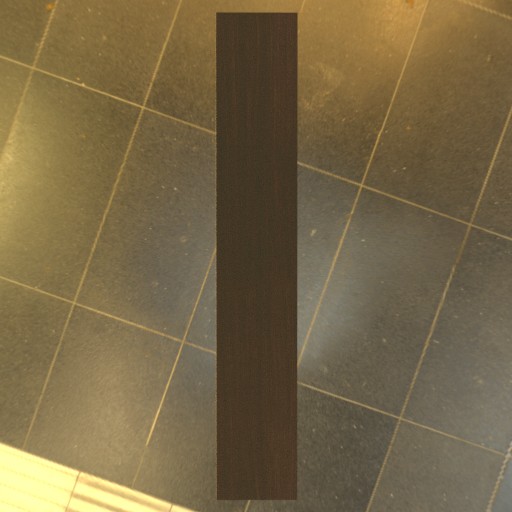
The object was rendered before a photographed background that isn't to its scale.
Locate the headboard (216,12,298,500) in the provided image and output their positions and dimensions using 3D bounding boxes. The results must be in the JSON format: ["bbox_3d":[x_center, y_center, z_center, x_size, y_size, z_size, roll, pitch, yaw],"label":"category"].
[{"bbox_3d":[0.000,0.000,2.064,0.279,1.092,1.671,0,91,0],"label":"headboard"}]
